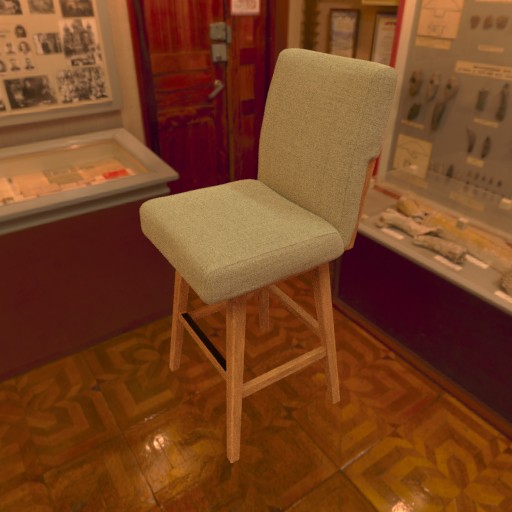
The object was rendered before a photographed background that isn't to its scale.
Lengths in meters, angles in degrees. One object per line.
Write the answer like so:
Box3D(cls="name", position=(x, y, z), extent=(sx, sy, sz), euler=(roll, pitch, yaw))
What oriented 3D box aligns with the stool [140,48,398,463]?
Box3D(cls="stool", position=(0.000, 0.000, 1.370), extent=(0.569, 1.106, 0.483), euler=(-19, 37, -27))
